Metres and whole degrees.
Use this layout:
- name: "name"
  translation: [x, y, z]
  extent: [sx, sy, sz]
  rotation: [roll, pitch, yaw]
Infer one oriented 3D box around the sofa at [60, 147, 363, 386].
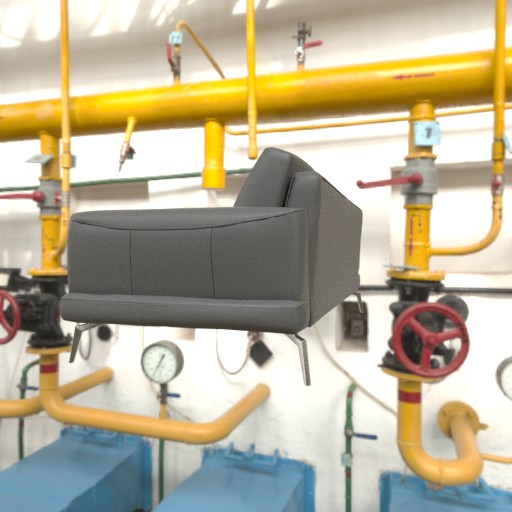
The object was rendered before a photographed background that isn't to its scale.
- name: "sofa"
  translation: [0.000, 0.000, 2.727]
  extent: [1.121, 0.930, 2.177]
  rotation: [0, 1, 19]
